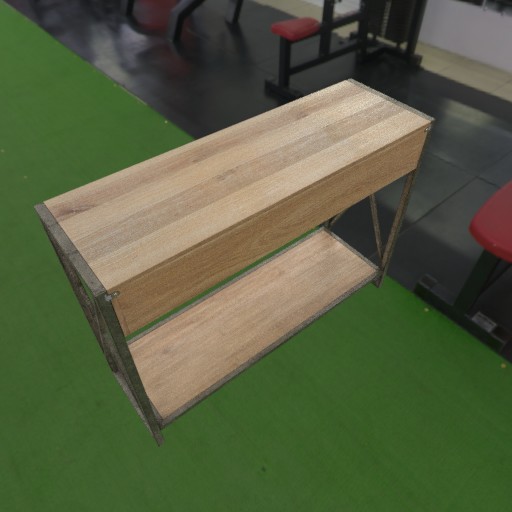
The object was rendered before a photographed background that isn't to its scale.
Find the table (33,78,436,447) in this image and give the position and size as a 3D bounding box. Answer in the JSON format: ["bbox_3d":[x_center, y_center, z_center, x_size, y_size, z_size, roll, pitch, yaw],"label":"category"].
[{"bbox_3d":[0.000,0.000,1.440,1.059,0.763,0.361,-30,53,-25],"label":"table"}]
